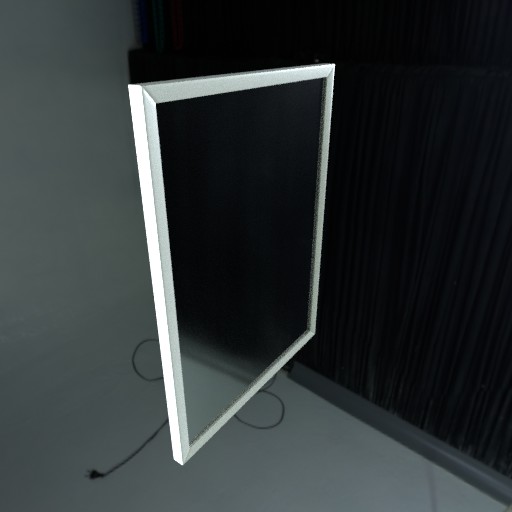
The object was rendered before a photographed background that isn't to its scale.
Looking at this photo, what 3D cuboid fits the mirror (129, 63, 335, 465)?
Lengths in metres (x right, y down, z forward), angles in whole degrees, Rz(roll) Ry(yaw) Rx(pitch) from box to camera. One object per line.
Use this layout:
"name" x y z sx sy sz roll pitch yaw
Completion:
"mirror" 0.000 0.000 1.319 0.040 1.016 0.762 18 32 32
